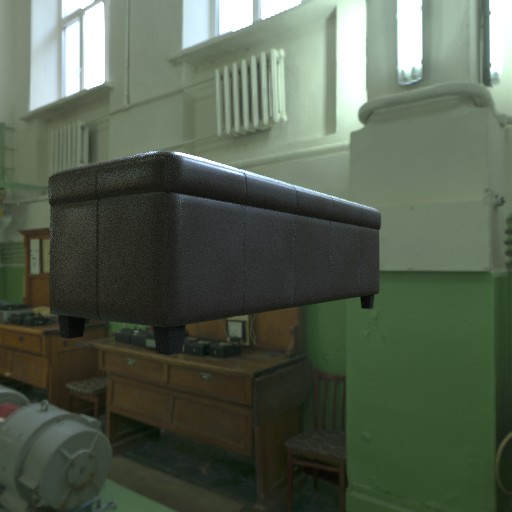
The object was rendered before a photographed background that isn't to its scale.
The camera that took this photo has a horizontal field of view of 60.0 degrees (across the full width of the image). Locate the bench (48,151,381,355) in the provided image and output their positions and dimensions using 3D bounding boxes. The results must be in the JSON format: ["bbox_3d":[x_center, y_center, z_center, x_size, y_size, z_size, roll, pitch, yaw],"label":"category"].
[{"bbox_3d":[0.000,0.000,1.464,0.450,0.417,1.219,-1,-1,35],"label":"bench"}]
